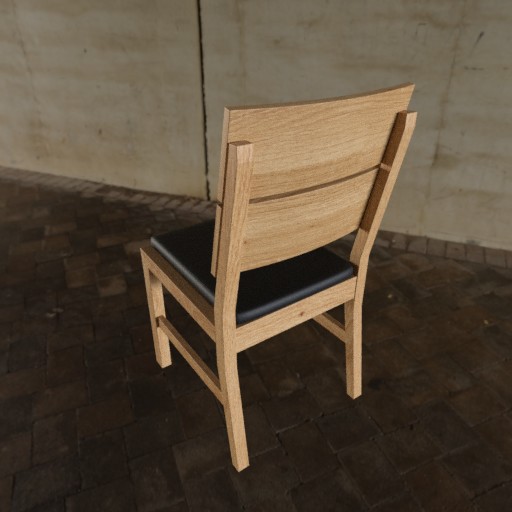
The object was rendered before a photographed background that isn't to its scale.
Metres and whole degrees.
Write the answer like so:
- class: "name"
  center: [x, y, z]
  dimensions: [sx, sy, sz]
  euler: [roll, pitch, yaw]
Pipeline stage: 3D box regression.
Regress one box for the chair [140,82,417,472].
- class: "chair"
  center: [0.000, 0.000, 1.261]
  dimensions: [0.475, 0.950, 0.569]
  euler: [-19, 35, -30]
